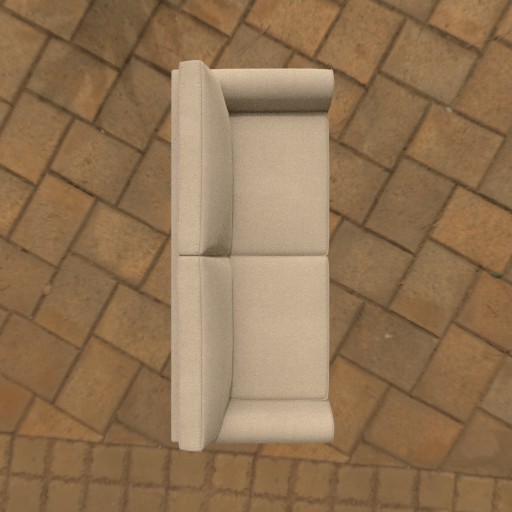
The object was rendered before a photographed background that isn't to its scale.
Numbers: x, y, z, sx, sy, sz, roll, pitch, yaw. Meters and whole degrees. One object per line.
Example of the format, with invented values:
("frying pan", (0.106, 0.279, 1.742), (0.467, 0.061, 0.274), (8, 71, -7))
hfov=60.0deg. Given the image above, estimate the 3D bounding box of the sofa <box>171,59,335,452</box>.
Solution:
("sofa", (0.000, 0.000, 2.645), (0.901, 0.962, 2.146), (0, 90, 1))
